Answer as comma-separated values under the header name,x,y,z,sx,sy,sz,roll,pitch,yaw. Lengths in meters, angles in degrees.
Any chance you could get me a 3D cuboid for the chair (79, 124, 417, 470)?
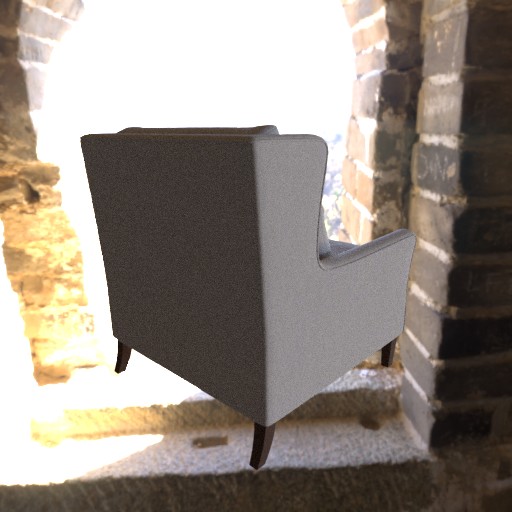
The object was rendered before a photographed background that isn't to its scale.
name,x,y,z,sx,sy,sz,roll,pitch,yaw
chair,0.000,0.000,1.876,0.982,1.056,1.040,14,21,41
